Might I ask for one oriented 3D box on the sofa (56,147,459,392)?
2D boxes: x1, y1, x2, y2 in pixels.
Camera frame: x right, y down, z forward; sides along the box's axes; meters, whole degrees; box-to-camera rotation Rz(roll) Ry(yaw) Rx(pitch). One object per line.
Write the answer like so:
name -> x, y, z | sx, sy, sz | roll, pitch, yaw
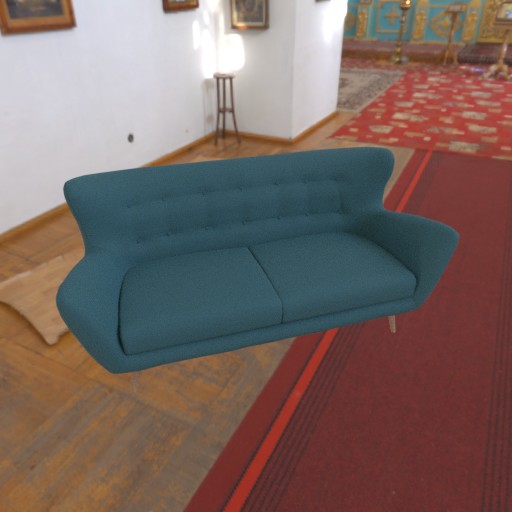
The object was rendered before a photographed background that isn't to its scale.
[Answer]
sofa -> 0.000, 0.000, 2.414 | 1.930, 0.890, 0.889 | -9, 32, -15
